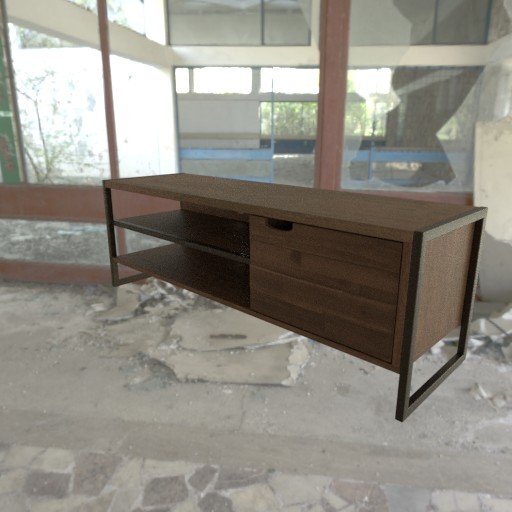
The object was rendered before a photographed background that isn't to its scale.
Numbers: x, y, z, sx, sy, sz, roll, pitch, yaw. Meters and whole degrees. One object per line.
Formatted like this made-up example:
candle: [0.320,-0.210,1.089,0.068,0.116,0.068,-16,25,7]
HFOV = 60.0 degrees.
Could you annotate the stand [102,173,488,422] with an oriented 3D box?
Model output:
stand: [0.000,0.000,1.723,1.480,0.506,0.454,15,22,42]
